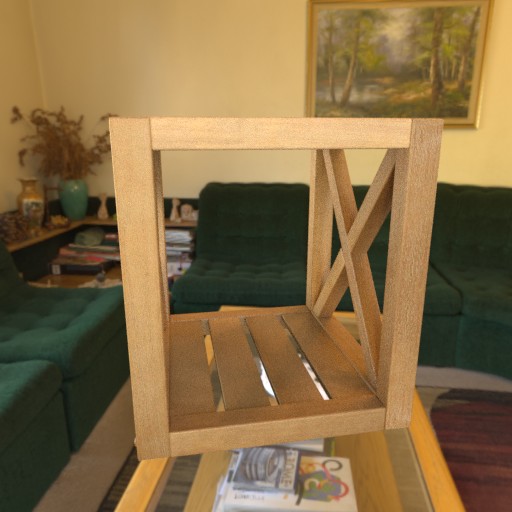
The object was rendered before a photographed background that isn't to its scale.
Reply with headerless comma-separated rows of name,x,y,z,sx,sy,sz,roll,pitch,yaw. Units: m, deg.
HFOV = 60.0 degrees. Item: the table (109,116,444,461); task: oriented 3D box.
table,0.000,0.000,1.048,0.558,0.610,0.559,-3,16,-10
